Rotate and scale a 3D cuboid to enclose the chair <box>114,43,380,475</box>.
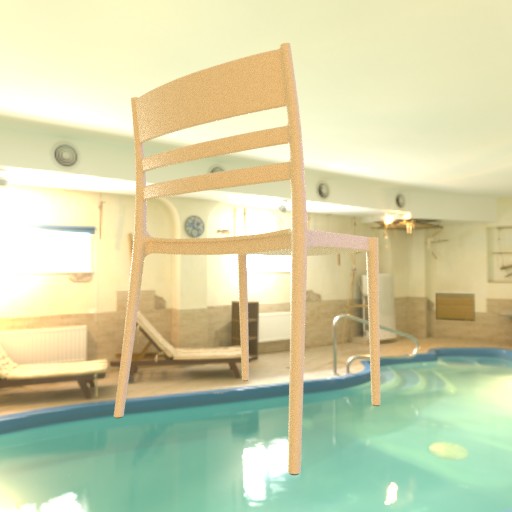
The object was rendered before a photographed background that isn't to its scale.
[{"bbox_3d":[0.000,0.000,1.143,0.531,0.800,0.511,-1,-2,36],"label":"chair"}]
